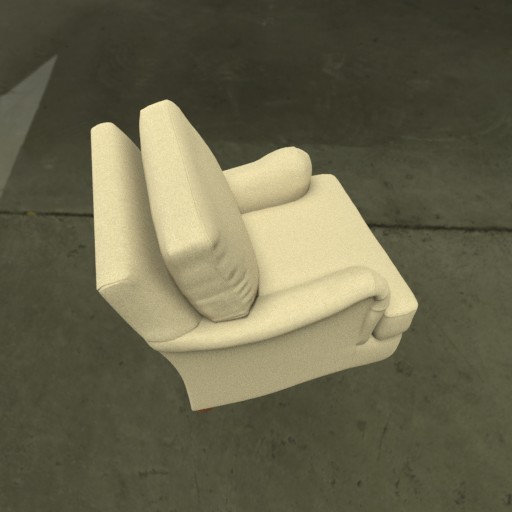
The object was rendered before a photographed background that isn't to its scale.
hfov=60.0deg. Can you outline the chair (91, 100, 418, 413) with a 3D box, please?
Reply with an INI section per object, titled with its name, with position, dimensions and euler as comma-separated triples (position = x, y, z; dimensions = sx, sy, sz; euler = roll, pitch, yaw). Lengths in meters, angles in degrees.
[chair]
position = 0.000, 0.000, 1.826
dimensions = 1.078, 1.076, 0.895
euler = -11, 48, -11
